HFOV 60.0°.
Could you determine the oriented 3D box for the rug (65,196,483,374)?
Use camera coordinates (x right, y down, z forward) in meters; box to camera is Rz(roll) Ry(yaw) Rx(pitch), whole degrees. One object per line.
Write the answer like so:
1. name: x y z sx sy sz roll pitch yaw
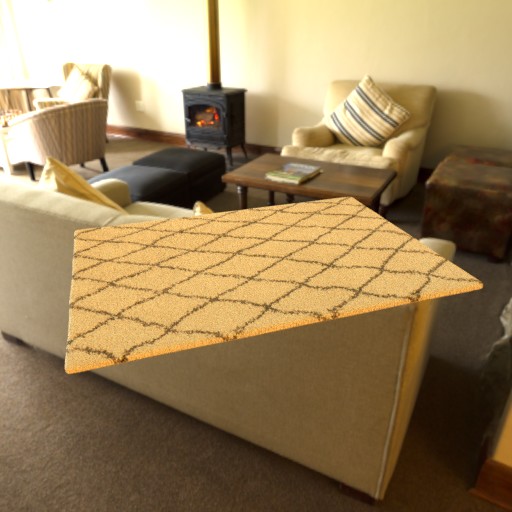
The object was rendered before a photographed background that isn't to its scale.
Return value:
1. rug: 0.000 0.000 2.269 1.778 0.030 1.219 -9 29 -16
